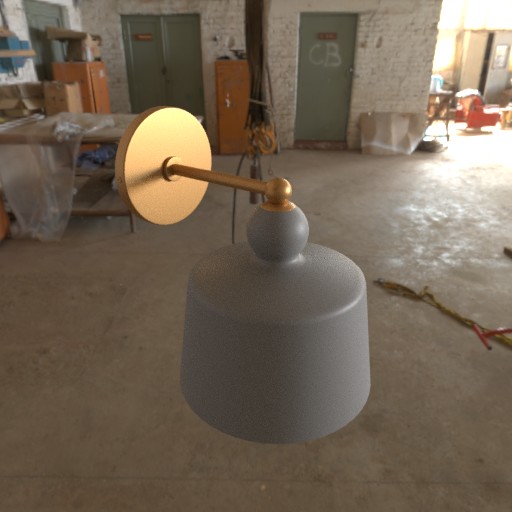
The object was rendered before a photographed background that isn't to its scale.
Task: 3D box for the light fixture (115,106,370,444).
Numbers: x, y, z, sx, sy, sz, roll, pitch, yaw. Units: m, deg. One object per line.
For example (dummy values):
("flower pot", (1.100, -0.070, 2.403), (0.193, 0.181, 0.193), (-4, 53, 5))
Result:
("light fixture", (0.000, 0.000, 0.442), (0.254, 0.268, 0.204), (18, 30, 33))
